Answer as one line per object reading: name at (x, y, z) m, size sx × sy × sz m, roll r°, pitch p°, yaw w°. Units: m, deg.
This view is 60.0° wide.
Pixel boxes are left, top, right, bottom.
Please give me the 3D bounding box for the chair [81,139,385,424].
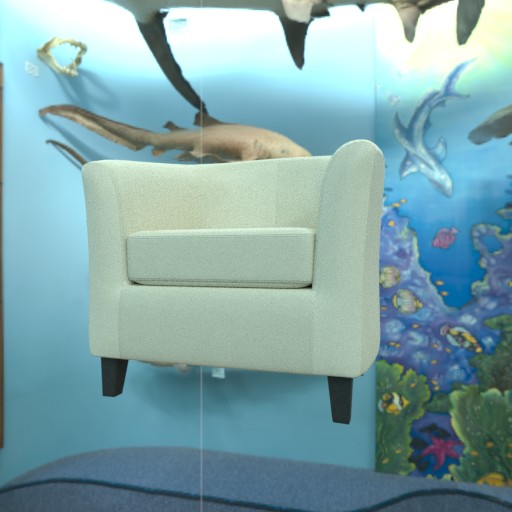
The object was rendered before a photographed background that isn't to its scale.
chair at (0.000, 0.000, 1.409) m, size 0.792 × 0.756 × 0.727 m, roll 0°, pitch 0°, yaw 18°
